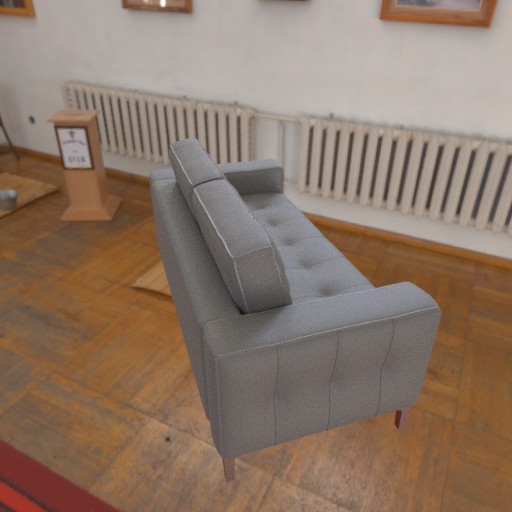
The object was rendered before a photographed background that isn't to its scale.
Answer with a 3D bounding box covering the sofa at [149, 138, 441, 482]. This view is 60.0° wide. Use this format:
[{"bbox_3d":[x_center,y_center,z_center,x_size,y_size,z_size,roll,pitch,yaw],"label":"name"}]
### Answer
[{"bbox_3d":[0.000,0.000,2.198,0.833,0.892,1.726,-9,32,-16],"label":"sofa"}]
